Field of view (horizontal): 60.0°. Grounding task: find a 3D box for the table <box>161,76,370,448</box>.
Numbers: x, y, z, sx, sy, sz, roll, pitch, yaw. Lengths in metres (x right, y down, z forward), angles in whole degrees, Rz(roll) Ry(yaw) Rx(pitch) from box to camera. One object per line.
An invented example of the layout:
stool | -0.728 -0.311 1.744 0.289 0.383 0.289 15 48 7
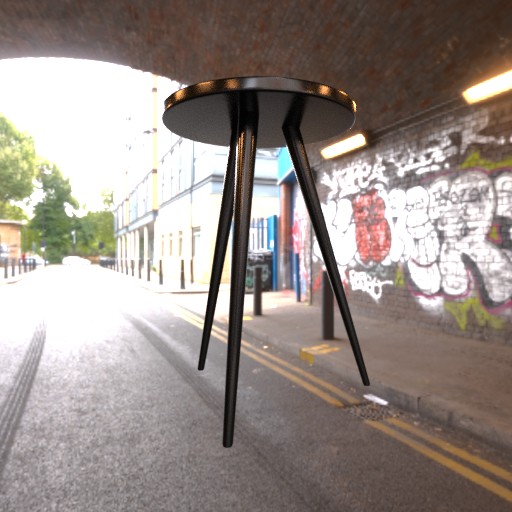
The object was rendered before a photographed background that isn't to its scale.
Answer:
table | 0.000 0.000 0.836 0.403 0.548 0.415 0 0 17
